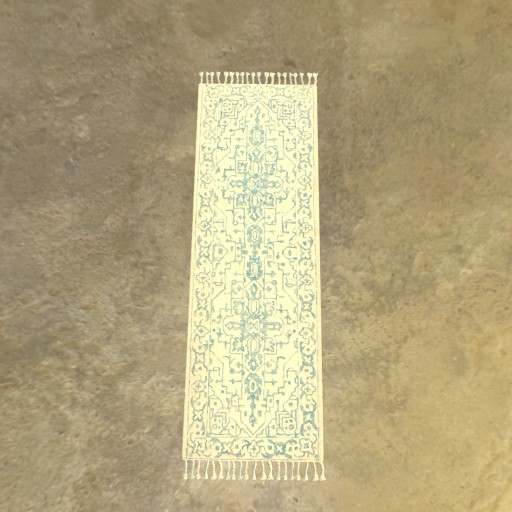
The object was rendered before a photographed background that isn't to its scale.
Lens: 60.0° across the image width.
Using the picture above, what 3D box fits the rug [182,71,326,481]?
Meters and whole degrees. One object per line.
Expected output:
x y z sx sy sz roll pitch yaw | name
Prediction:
0.000 0.000 2.623 0.774 0.011 2.449 1 78 0 | rug
